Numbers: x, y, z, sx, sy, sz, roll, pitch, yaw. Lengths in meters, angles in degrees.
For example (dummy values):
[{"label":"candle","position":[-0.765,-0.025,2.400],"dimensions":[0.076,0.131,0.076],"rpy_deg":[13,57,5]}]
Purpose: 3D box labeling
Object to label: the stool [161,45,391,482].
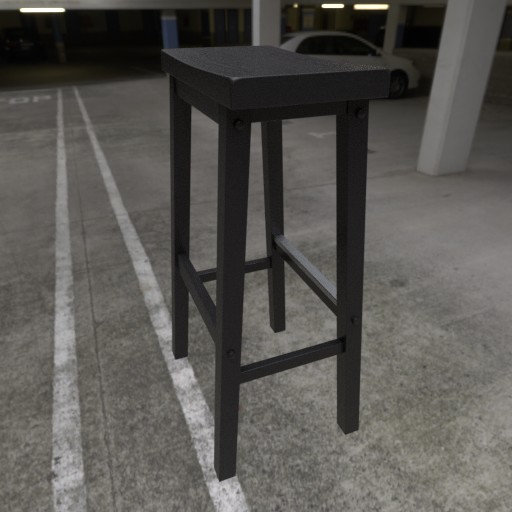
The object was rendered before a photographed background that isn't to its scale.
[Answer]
[{"label":"stool","position":[0.000,0.000,0.902],"dimensions":[0.322,0.742,0.406],"rpy_deg":[-11,32,-19]}]
